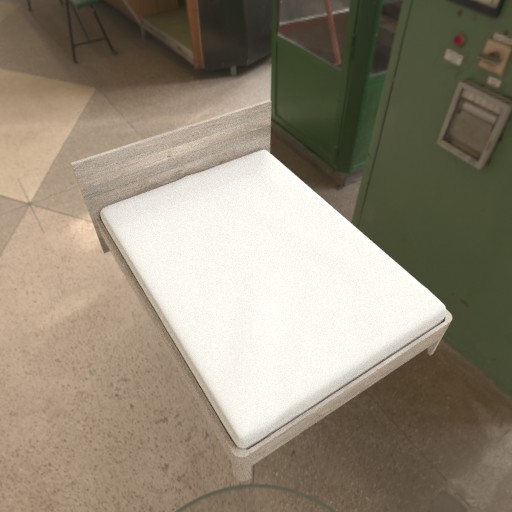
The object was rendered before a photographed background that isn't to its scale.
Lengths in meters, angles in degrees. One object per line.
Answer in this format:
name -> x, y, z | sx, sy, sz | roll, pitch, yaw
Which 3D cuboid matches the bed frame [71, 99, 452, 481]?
bed frame -> 0.000, 0.000, 2.765 | 1.490, 0.800, 1.950 | -25, 52, -22
